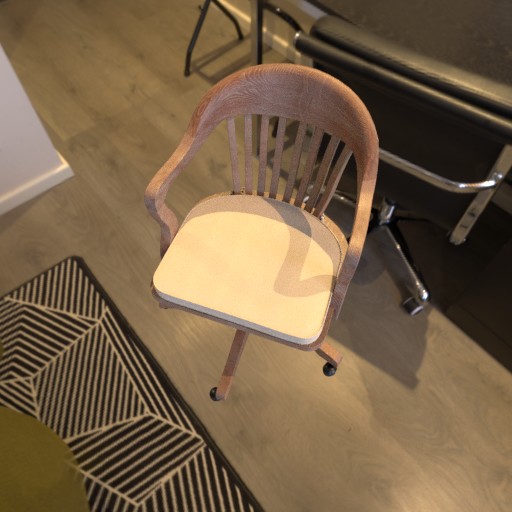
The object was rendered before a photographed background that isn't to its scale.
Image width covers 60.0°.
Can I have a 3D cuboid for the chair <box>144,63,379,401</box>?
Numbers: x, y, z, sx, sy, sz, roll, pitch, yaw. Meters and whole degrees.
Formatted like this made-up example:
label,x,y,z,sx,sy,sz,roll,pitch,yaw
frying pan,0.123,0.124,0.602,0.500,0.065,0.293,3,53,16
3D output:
label,x,y,z,sx,sy,sz,roll,pitch,yaw
chair,0.000,0.000,1.445,0.750,0.878,0.788,17,60,10
